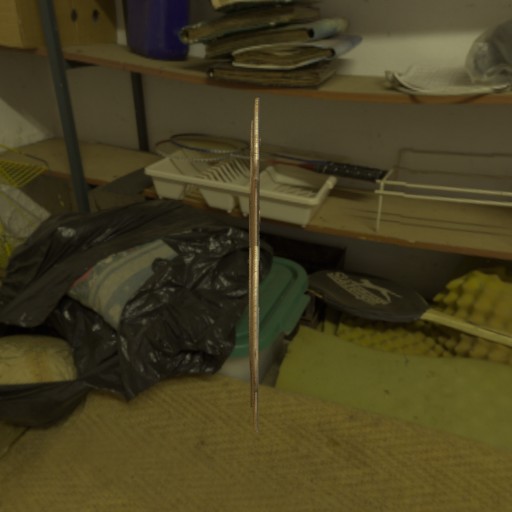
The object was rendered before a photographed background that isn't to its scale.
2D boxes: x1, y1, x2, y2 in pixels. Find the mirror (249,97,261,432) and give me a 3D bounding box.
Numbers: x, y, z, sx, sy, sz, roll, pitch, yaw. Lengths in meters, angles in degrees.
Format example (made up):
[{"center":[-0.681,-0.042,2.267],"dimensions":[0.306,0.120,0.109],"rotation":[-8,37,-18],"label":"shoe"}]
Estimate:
[{"center":[0.000,0.000,1.043],"dimensions":[0.019,0.686,0.686],"rotation":[0,27,0],"label":"mirror"}]
